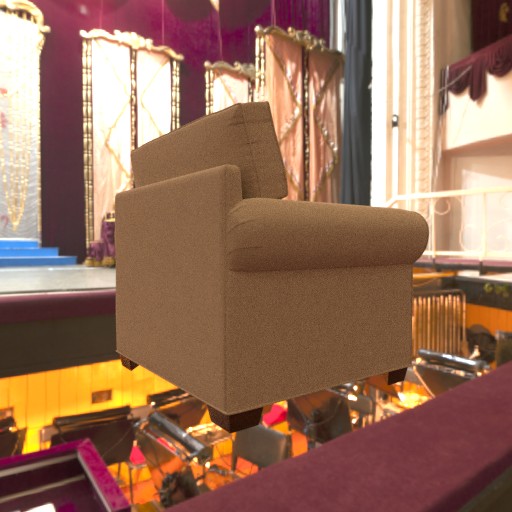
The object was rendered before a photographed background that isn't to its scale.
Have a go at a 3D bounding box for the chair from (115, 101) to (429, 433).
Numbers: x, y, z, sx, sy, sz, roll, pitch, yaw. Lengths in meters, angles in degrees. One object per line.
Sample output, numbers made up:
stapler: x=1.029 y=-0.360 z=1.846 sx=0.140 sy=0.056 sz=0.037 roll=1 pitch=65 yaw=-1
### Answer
chair: x=0.000 y=0.000 z=1.800 sx=0.863 sy=0.955 sz=1.040 roll=-1 pitch=2 yaw=-37
